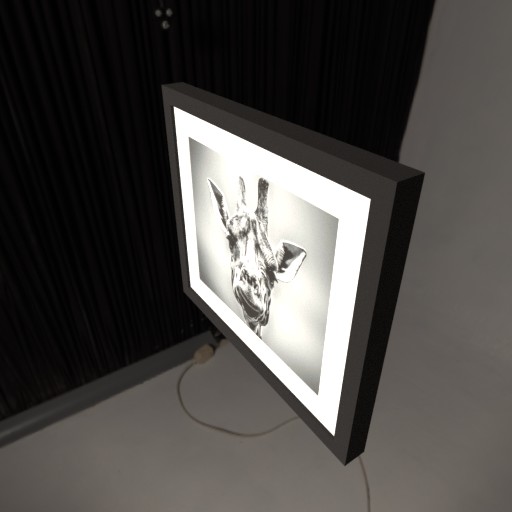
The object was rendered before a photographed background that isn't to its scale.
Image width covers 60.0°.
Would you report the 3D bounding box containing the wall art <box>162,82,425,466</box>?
[{"bbox_3d":[0.000,0.000,0.531,0.031,0.330,0.381,-21,38,-29],"label":"wall art"}]
